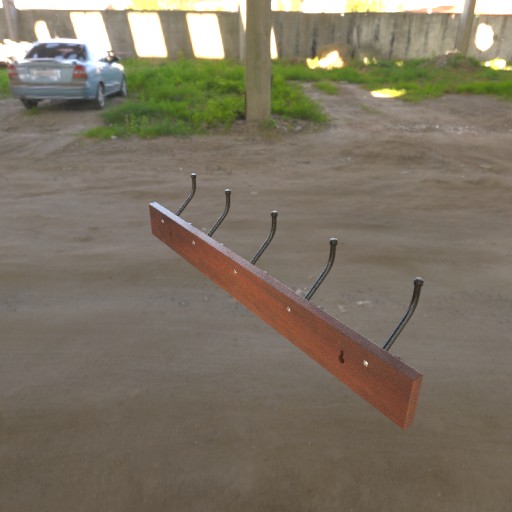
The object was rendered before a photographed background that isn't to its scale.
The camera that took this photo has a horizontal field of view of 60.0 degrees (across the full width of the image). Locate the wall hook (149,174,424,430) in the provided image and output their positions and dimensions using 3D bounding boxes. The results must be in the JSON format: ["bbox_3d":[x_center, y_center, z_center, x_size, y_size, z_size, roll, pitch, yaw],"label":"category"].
[{"bbox_3d":[0.000,0.000,0.616,0.071,0.117,0.571,-18,31,-32],"label":"wall hook"}]
